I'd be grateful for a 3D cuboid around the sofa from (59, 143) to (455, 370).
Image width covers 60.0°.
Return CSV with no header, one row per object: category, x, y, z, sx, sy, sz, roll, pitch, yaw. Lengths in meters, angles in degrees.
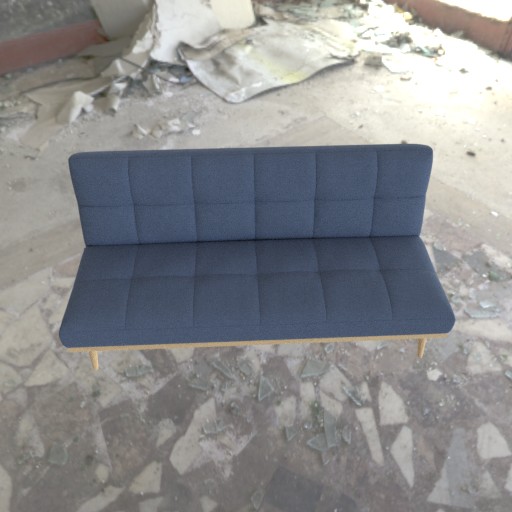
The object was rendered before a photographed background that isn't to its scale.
sofa,0.000,0.000,2.204,1.800,0.800,0.796,-2,46,-2
